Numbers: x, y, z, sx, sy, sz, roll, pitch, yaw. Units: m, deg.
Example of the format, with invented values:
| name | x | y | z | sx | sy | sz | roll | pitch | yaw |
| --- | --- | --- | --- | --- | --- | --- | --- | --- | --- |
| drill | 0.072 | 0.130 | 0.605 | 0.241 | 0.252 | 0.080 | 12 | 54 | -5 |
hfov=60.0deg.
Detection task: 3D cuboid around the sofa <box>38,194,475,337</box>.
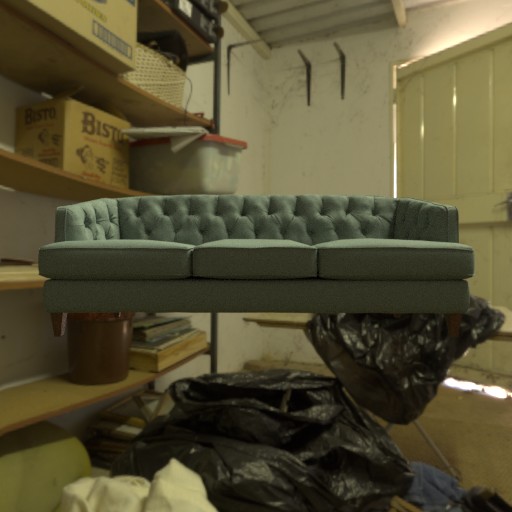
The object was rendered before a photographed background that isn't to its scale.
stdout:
| name | x | y | z | sx | sy | sz | roll | pitch | yaw |
| --- | --- | --- | --- | --- | --- | --- | --- | --- | --- |
| sofa | 0.000 | 0.000 | 2.715 | 2.278 | 0.855 | 0.941 | 0 | 0 | 1 |
